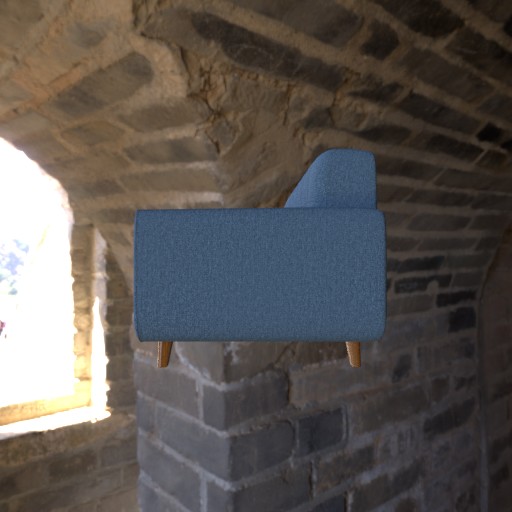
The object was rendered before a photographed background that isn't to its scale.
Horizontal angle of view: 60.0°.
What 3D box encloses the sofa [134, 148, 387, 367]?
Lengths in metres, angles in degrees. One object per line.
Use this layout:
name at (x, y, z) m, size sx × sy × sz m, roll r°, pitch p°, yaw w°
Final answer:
sofa at (0.000, 0.000, 2.628) m, size 0.942 × 0.884 × 2.055 m, roll 0°, pitch 0°, yaw -1°
